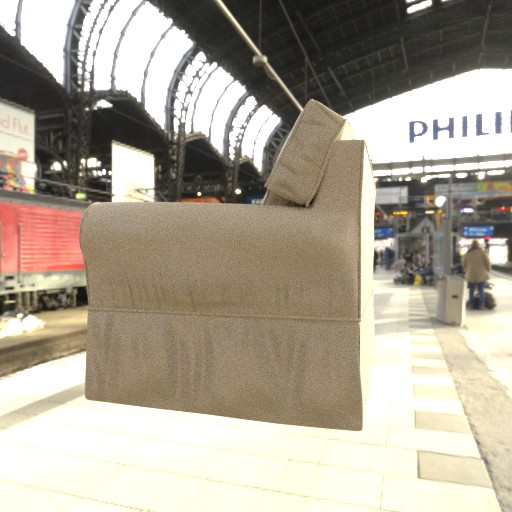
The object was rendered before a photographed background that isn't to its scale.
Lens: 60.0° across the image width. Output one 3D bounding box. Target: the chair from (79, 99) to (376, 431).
[{"bbox_3d":[0.000,0.000,1.776,0.903,0.937,1.096,0,0,17],"label":"chair"}]
